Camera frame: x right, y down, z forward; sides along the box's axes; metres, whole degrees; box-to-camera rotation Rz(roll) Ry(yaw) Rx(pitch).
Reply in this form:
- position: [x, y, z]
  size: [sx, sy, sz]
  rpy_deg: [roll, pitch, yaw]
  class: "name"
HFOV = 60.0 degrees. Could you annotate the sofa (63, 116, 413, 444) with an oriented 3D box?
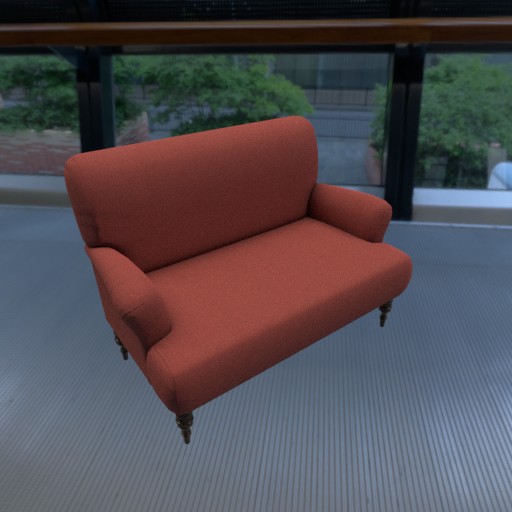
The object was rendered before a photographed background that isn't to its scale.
- position: [0.000, 0.000, 1.858]
  size: [1.297, 0.889, 0.779]
  rpy_deg: [-21, 36, -32]
  class: "sofa"
